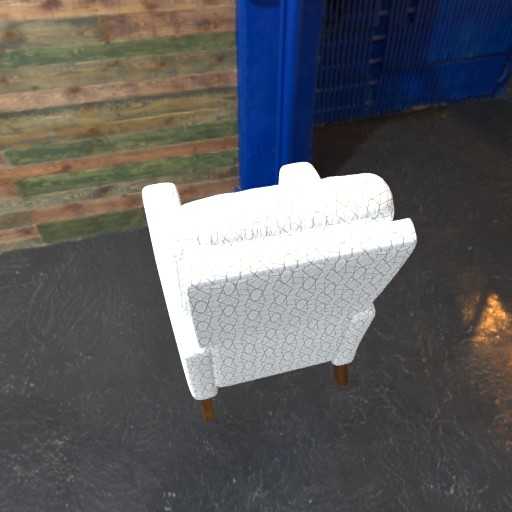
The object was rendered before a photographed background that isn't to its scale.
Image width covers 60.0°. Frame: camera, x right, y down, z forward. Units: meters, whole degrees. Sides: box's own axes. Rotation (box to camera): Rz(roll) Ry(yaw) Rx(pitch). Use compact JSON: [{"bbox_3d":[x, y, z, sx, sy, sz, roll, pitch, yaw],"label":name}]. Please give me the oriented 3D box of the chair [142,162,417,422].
[{"bbox_3d":[0.000,0.000,1.768,0.796,1.064,0.995,-11,44,-11],"label":"chair"}]
